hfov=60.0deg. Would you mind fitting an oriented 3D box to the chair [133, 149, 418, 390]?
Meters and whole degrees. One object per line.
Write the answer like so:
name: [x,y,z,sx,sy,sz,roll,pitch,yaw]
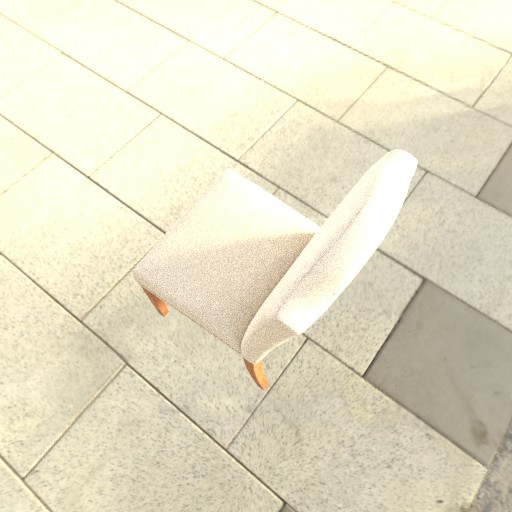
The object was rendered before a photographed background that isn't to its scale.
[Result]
chair: [0.000,0.000,1.412,0.648,1.012,0.534,33,68,15]
